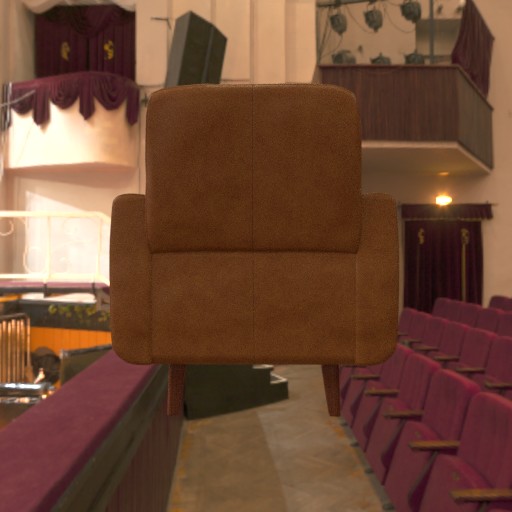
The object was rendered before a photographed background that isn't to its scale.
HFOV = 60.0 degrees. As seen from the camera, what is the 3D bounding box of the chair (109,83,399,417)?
[{"bbox_3d":[0.000,0.000,1.671,0.845,0.968,0.942,0,-1,1],"label":"chair"}]
